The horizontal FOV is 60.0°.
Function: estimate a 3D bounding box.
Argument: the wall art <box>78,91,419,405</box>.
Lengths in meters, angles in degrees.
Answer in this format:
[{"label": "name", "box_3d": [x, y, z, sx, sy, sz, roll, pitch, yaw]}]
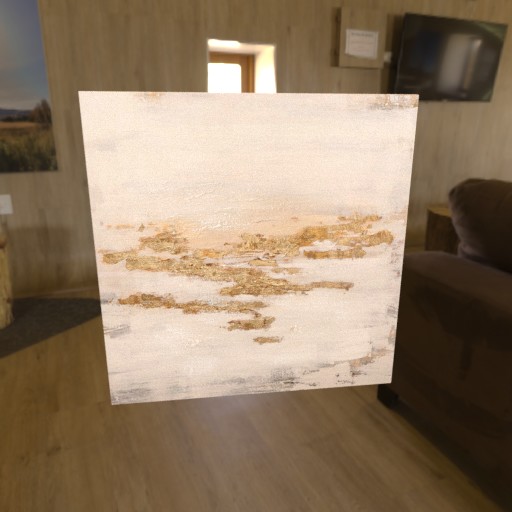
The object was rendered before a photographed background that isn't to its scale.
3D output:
[{"label": "wall art", "box_3d": [0.000, 0.000, 1.094, 0.753, 0.755, 0.038, -2, 16, -7]}]
